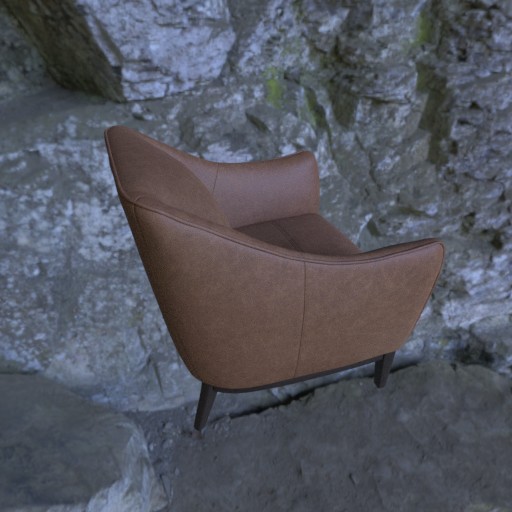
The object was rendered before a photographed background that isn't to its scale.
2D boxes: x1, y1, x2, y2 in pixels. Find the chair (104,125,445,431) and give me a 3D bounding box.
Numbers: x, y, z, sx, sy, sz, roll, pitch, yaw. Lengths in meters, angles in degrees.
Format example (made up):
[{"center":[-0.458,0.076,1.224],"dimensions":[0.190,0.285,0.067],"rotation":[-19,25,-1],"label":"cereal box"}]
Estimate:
[{"center":[0.000,0.000,1.532],"dimensions":[0.852,0.830,0.871],"rotation":[-11,33,-17],"label":"chair"}]
